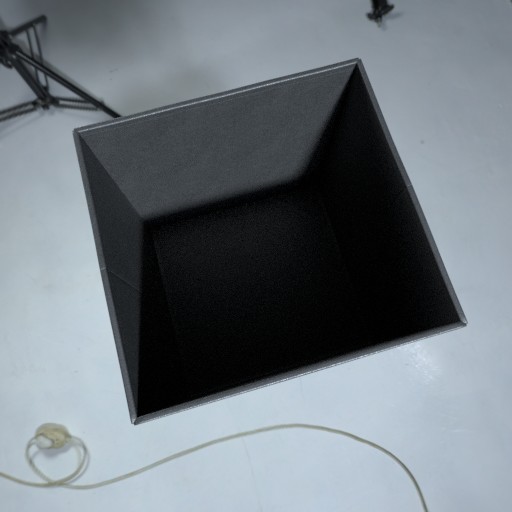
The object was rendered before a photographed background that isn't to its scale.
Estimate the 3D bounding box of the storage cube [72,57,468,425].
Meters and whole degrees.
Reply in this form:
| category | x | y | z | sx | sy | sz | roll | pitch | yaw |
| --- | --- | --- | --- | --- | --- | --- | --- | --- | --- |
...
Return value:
| category | x | y | z | sx | sy | sz | roll | pitch | yaw |
| --- | --- | --- | --- | --- | --- | --- | --- | --- | --- |
| storage cube | 0.000 | 0.000 | 0.498 | 0.270 | 0.280 | 0.270 | -16 | 76 | -4 |
